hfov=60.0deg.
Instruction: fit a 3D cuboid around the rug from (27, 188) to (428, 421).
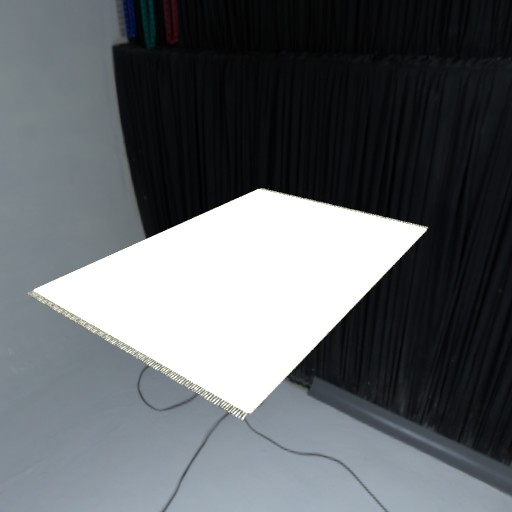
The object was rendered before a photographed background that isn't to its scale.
[{"bbox_3d":[0.000,0.000,2.858,1.514,0.011,2.233,19,33,32],"label":"rug"}]
